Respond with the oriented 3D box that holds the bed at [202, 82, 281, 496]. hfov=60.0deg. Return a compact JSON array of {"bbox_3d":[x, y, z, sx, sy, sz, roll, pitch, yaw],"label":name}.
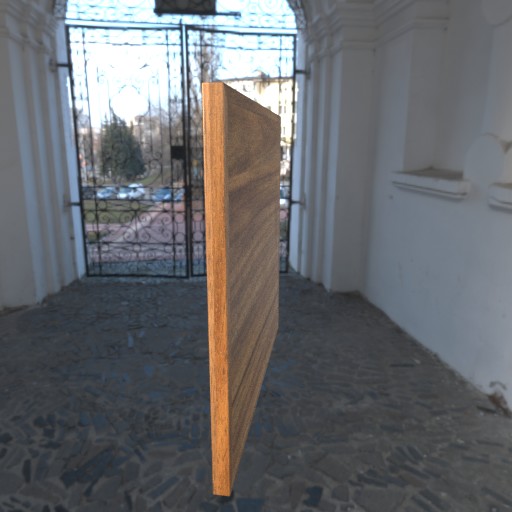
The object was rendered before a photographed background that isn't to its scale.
[{"bbox_3d":[0.000,0.000,1.458,0.043,0.940,1.041,2,14,9],"label":"bed"}]
